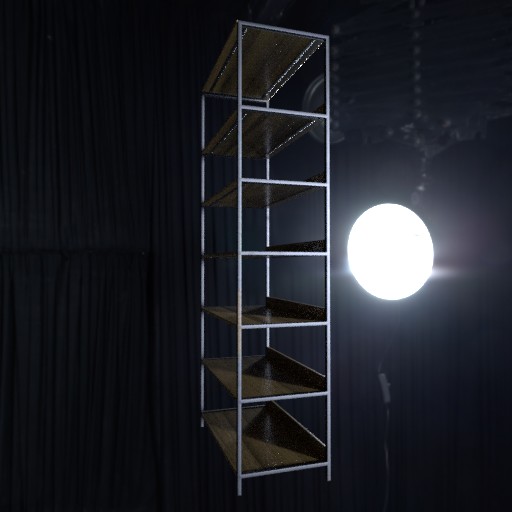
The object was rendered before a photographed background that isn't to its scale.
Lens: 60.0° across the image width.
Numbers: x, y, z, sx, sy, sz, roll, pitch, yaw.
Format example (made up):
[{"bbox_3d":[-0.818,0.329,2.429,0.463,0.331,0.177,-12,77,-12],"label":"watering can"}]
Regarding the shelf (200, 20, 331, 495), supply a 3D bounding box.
[{"bbox_3d":[0.000,0.000,2.334,0.431,2.015,0.847,0,-1,-18],"label":"shelf"}]
